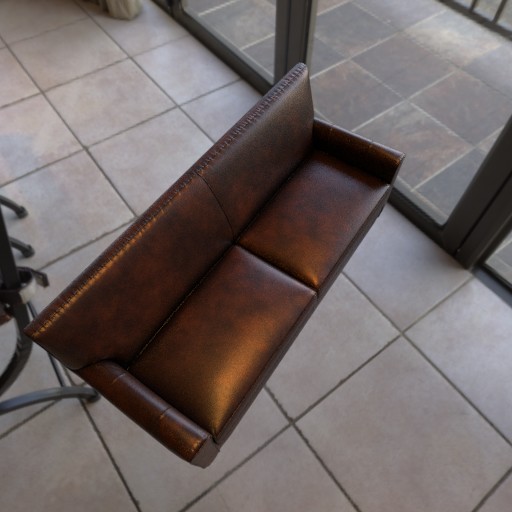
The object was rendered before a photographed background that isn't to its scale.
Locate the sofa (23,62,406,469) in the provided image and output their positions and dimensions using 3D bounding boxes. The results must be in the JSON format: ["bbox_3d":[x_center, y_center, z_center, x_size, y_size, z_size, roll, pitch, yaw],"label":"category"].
[{"bbox_3d":[0.000,0.000,2.350,0.786,0.871,1.995,30,63,17],"label":"sofa"}]
